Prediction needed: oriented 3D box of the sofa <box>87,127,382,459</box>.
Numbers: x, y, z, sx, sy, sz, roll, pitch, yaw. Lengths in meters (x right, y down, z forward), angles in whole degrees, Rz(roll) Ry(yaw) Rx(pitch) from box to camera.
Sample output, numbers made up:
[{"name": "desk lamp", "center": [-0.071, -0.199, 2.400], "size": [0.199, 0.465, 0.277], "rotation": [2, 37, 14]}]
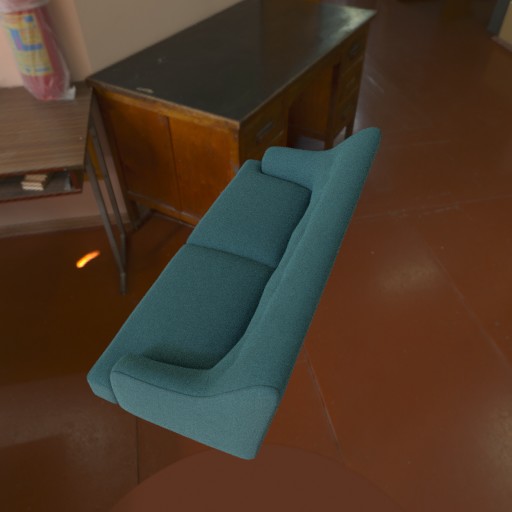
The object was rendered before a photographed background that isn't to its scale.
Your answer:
[{"name": "sofa", "center": [0.000, 0.000, 2.614], "size": [0.978, 0.871, 2.057], "rotation": [16, 48, 15]}]
